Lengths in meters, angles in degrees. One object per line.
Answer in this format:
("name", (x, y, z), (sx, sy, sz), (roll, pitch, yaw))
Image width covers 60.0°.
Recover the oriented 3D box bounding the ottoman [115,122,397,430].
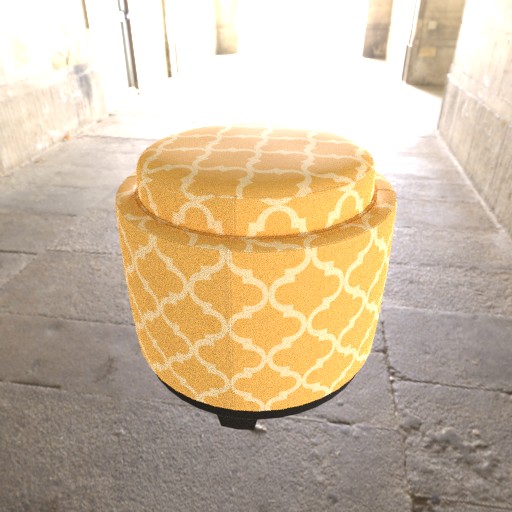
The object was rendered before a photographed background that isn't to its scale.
("ottoman", (0.000, 0.000, 0.840), (0.480, 0.429, 0.480), (0, 30, 0))
